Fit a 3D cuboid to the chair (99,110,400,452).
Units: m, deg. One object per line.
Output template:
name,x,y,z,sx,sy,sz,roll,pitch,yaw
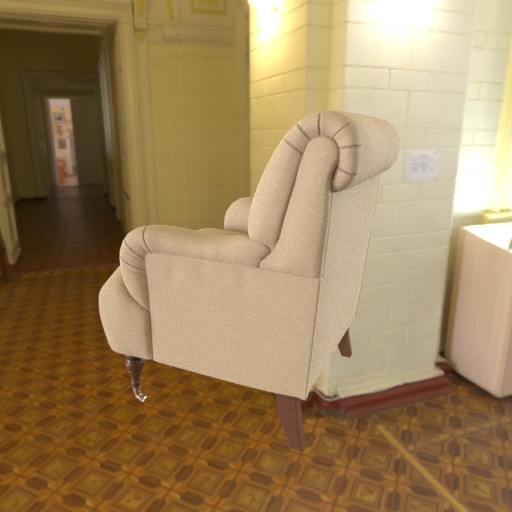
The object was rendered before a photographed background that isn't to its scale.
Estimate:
chair,0.000,0.000,1.554,0.842,0.942,0.766,7,17,23
